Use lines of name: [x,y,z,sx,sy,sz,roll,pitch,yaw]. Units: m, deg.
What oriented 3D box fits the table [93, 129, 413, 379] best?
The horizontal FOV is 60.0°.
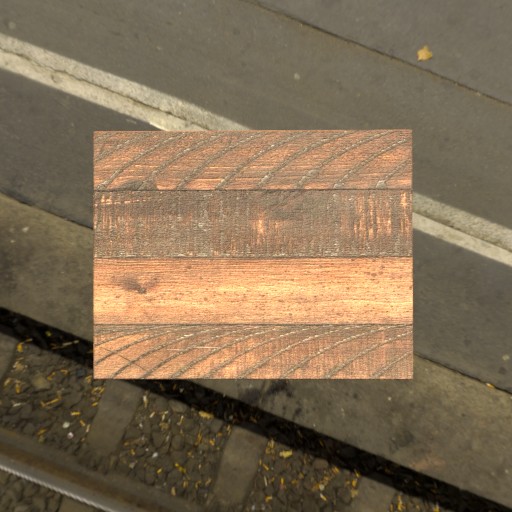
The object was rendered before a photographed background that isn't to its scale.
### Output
table: [0.000,0.000,0.931,0.414,0.718,0.323,0,90,1]
